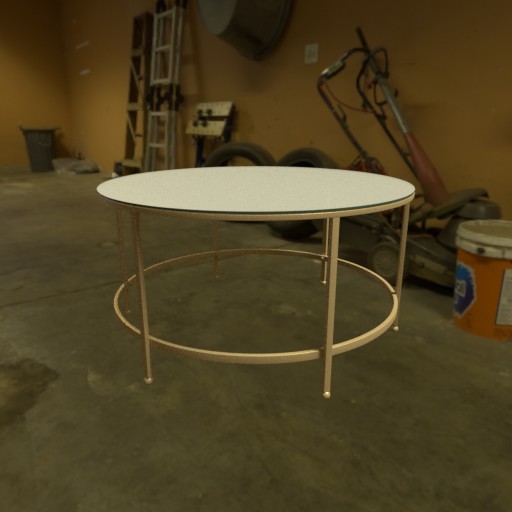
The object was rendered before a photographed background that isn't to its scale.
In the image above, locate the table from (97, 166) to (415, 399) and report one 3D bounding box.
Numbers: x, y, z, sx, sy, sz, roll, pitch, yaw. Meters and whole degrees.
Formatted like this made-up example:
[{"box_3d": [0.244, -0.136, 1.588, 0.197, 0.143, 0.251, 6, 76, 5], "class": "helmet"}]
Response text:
[{"box_3d": [0.000, 0.000, 1.407, 0.914, 0.470, 0.914, 0, 17, 0], "class": "table"}]
